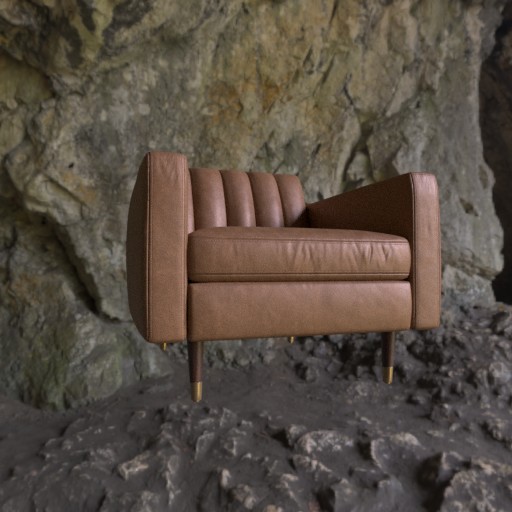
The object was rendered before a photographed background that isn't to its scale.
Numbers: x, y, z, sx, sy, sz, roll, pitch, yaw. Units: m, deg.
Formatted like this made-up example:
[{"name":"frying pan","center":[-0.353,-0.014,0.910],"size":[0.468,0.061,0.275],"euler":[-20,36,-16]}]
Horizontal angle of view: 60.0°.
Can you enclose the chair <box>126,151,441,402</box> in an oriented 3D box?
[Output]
[{"name":"chair","center":[0.000,0.000,1.705],"size":[0.953,0.819,0.998],"euler":[1,-2,-18]}]
